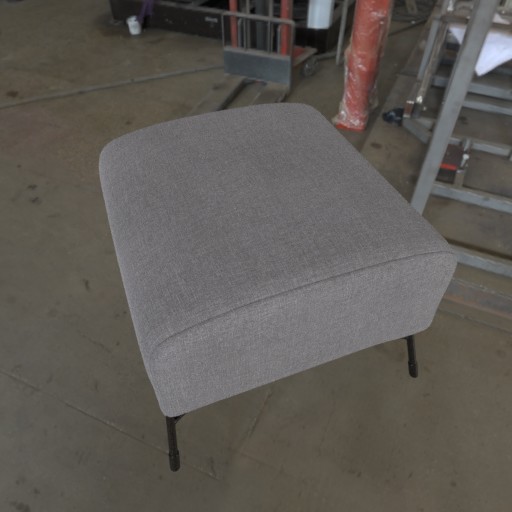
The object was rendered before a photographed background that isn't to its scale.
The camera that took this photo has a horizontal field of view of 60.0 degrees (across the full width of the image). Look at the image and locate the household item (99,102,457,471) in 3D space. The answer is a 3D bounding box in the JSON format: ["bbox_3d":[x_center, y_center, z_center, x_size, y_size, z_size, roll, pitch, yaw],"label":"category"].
[{"bbox_3d":[0.000,0.000,0.884,0.530,0.410,0.530,-16,48,-15],"label":"household item"}]
